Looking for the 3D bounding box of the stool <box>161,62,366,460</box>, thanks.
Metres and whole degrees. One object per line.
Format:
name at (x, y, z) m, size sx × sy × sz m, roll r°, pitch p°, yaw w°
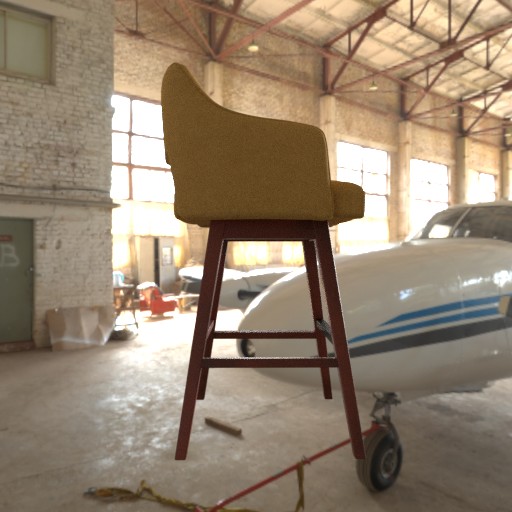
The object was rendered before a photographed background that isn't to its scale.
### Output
stool at (0.000, 0.000, 1.335) m, size 0.558 × 1.012 × 0.548 m, roll 0°, pitch 1°, yaw -1°
